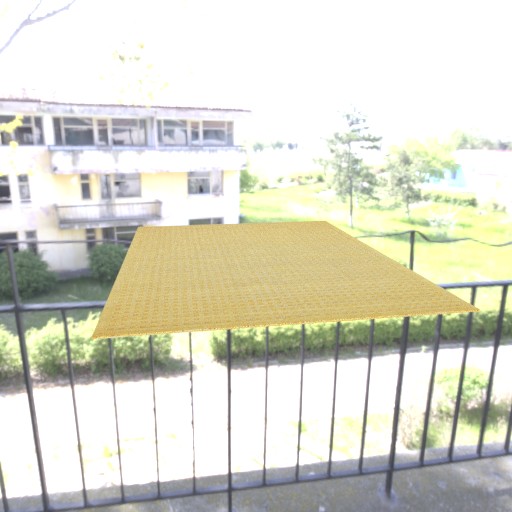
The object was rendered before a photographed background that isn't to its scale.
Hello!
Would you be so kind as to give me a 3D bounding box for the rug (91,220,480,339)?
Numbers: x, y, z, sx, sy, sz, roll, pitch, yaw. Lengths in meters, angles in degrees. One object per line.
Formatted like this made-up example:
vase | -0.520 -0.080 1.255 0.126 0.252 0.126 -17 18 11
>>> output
rug | 0.000 0.000 4.304 2.486 0.015 3.242 -3 15 -9
